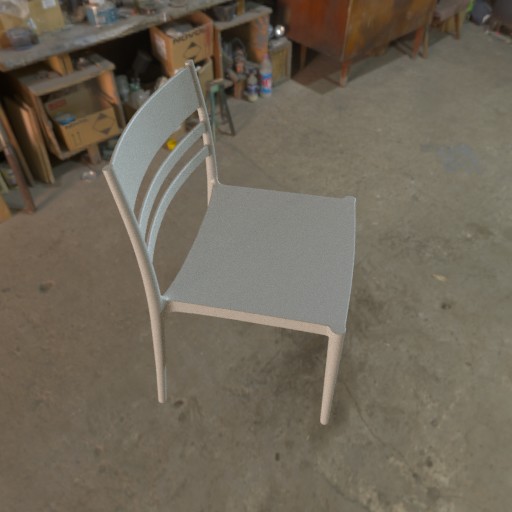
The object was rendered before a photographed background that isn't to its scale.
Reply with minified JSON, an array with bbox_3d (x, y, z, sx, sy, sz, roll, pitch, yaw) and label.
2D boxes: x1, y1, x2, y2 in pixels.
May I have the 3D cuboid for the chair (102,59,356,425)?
[{"bbox_3d":[0.000,0.000,1.162,0.511,0.800,0.531,8,46,8],"label":"chair"}]
